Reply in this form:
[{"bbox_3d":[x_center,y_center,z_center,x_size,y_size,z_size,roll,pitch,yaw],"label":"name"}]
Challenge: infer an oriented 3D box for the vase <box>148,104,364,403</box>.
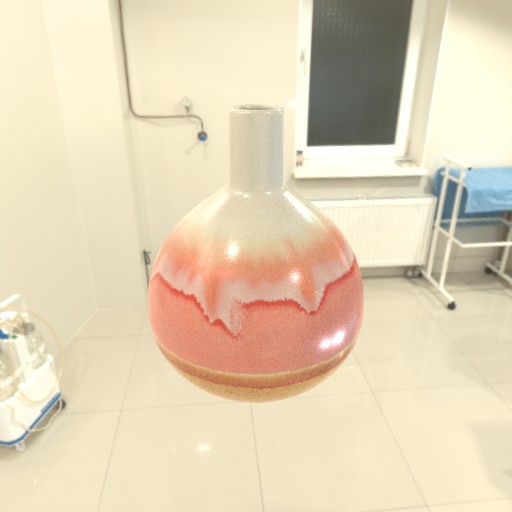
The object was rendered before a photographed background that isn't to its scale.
[{"bbox_3d":[0.000,0.000,0.275,0.137,0.176,0.137,0,25,0],"label":"vase"}]
